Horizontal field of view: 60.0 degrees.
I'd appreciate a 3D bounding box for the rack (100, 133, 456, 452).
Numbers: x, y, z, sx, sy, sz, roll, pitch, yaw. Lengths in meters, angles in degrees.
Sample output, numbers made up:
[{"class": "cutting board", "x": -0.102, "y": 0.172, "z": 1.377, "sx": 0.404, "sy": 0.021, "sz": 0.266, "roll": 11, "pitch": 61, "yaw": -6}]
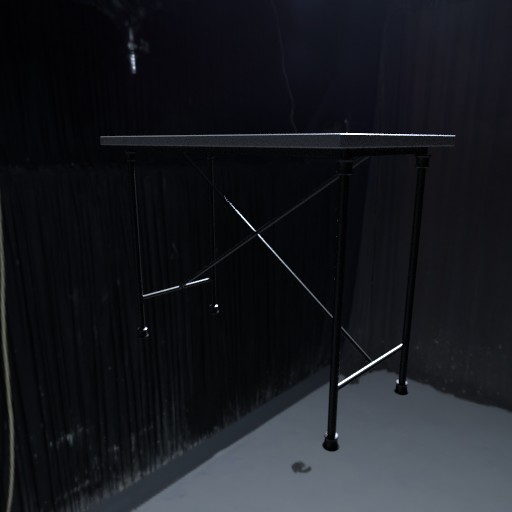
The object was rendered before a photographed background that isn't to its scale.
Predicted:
[{"class": "rack", "x": 0.000, "y": 0.000, "z": 1.688, "sx": 0.613, "sy": 0.880, "sz": 1.159, "roll": -14, "pitch": 20, "yaw": -43}]
